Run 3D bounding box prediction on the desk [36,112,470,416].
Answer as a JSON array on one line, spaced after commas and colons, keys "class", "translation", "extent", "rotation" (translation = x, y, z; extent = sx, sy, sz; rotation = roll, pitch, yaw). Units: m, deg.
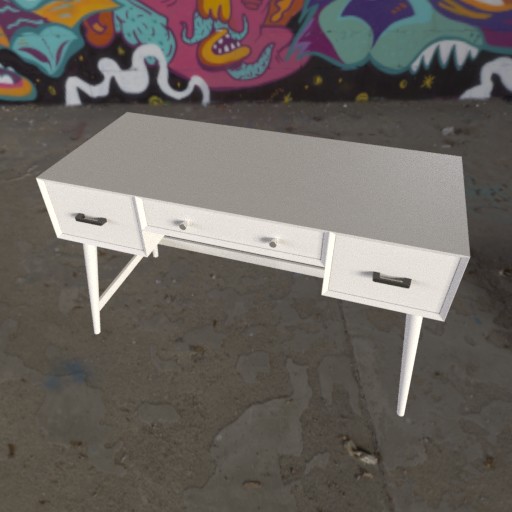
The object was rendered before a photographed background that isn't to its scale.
[{"class": "desk", "translation": [0.000, 0.000, 1.721], "extent": [1.313, 0.762, 0.589], "rotation": [11, 41, 13]}]
